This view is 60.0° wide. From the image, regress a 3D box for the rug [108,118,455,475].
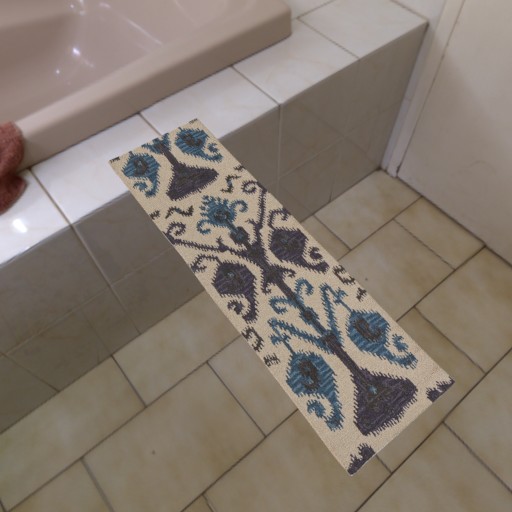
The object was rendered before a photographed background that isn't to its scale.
[{"bbox_3d":[0.000,0.000,2.509,0.692,0.017,2.301,-33,64,-18],"label":"rug"}]
